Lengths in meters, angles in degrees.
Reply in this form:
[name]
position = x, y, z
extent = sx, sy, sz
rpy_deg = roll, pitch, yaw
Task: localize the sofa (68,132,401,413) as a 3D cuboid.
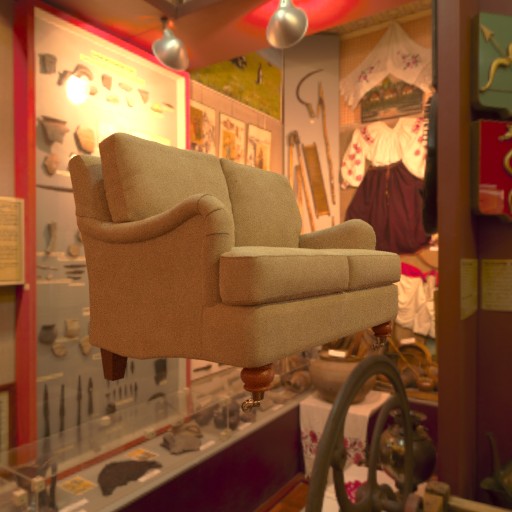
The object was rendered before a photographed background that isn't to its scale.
[sofa]
position = 0.000, 0.000, 2.278
extent = 1.086, 1.087, 1.498
rpy_deg = 0, 0, 36
